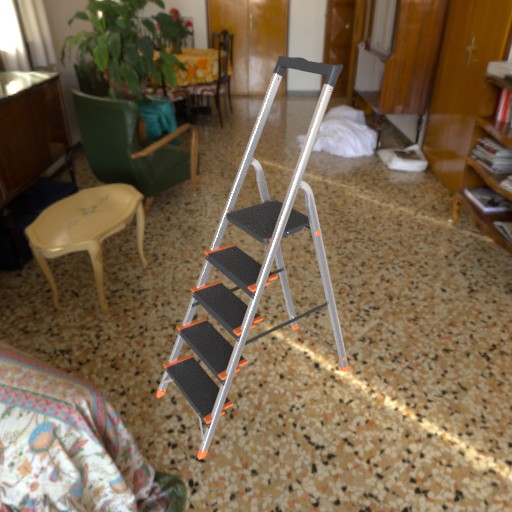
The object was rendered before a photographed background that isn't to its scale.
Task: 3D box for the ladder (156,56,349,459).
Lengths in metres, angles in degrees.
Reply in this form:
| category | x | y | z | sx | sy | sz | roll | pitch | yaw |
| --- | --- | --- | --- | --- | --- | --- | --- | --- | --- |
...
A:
| category | x | y | z | sx | sy | sz | roll | pitch | yaw |
| --- | --- | --- | --- | --- | --- | --- | --- | --- | --- |
| ladder | 0.000 | 0.000 | 2.064 | 0.995 | 1.646 | 0.480 | -20 | 36 | -30 |
